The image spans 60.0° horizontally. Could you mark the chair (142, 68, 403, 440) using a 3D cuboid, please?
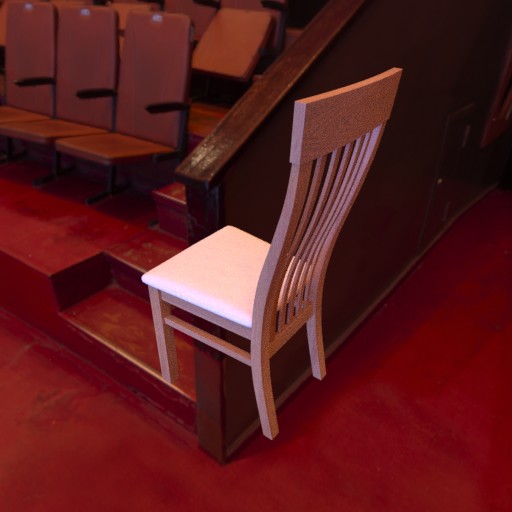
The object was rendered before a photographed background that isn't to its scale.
[{"bbox_3d":[0.000,0.000,1.338,0.580,1.050,0.450,21,38,31],"label":"chair"}]
